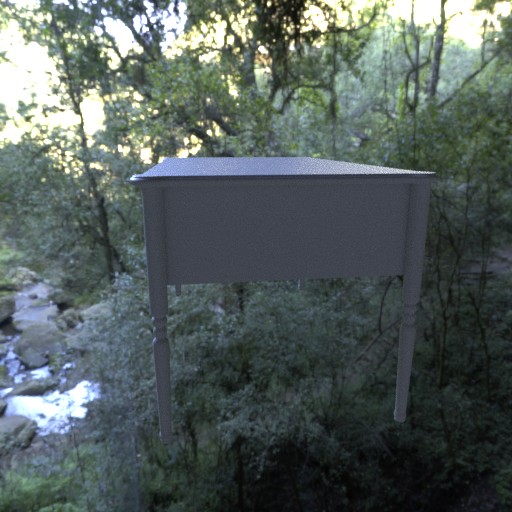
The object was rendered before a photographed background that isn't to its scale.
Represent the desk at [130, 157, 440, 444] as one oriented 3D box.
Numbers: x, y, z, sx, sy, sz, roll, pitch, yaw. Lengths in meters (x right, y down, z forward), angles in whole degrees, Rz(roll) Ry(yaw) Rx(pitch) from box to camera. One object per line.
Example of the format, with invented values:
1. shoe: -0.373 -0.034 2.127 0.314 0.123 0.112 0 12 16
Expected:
1. desk: 0.000 0.000 1.847 0.807 0.762 1.380 -2 15 -8
